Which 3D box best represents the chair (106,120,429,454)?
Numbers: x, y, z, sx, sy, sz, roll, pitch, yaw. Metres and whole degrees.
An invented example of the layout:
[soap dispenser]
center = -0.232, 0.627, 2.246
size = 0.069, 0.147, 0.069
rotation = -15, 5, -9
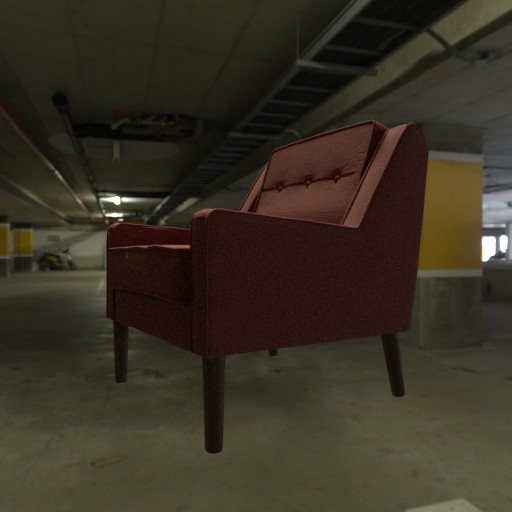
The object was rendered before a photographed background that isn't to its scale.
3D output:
[chair]
center = 0.000, 0.000, 1.352
size = 0.770, 0.812, 0.680
rotation = 0, 1, -35
